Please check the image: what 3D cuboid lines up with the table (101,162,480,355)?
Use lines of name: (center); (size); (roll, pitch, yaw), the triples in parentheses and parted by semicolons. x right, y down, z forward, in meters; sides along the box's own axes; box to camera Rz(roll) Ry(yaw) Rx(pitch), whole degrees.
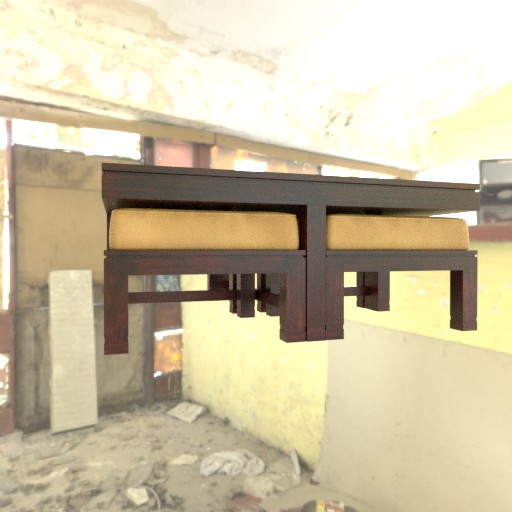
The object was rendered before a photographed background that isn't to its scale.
table: (0.000, 0.000, 1.358); (0.865, 0.356, 0.865); (0, 1, -17)
